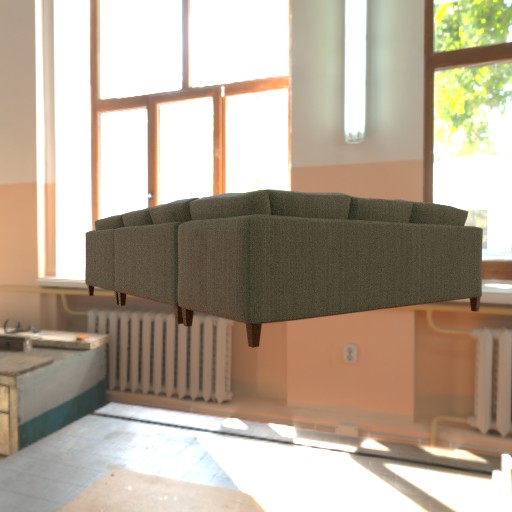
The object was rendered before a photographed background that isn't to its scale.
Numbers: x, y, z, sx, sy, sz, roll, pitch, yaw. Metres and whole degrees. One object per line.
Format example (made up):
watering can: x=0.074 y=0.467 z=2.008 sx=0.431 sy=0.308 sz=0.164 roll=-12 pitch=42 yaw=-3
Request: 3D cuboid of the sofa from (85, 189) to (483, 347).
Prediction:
sofa: x=0.000 y=0.000 z=4.606 sx=2.594 sy=0.961 sz=3.460 roll=-1 pitch=1 yaw=-36
